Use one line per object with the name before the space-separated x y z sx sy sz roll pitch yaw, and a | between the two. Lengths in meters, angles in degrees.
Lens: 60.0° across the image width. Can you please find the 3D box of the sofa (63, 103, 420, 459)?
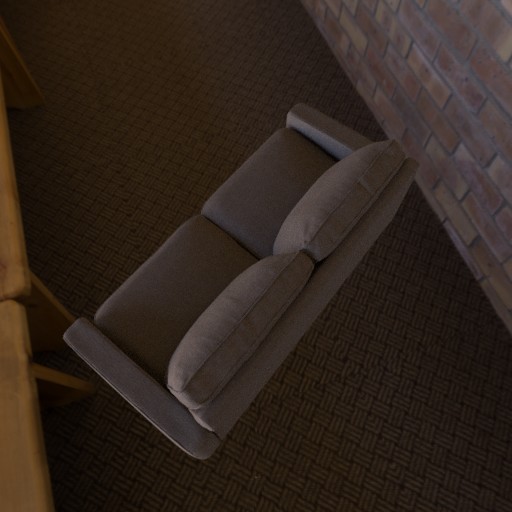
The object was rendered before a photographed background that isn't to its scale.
sofa | 0.000 0.000 2.595 0.940 0.919 2.080 35 69 16
